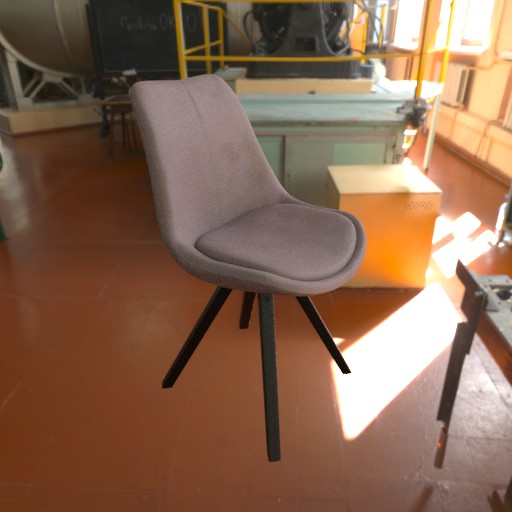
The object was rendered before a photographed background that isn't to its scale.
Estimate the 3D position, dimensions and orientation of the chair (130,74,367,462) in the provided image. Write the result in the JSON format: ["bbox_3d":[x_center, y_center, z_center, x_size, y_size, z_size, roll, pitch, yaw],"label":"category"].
[{"bbox_3d":[0.000,0.000,1.189,0.547,0.865,0.483,19,33,33],"label":"chair"}]
